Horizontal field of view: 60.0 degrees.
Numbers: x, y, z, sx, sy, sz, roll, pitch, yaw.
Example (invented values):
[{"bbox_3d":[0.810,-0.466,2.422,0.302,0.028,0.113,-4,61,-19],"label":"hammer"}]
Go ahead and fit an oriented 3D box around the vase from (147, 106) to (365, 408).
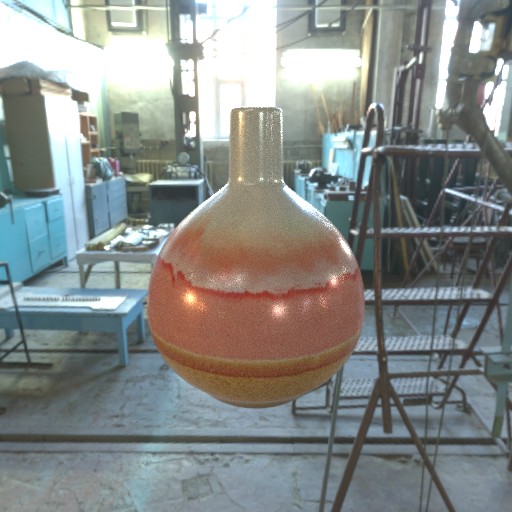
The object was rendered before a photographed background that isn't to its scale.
[{"bbox_3d":[0.000,0.000,0.278,0.137,0.176,0.137,0,15,0],"label":"vase"}]
